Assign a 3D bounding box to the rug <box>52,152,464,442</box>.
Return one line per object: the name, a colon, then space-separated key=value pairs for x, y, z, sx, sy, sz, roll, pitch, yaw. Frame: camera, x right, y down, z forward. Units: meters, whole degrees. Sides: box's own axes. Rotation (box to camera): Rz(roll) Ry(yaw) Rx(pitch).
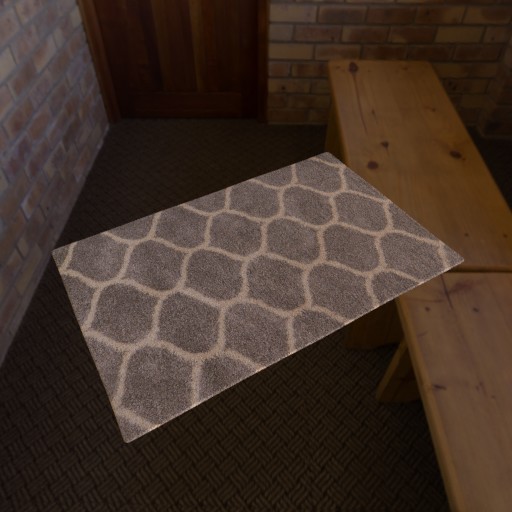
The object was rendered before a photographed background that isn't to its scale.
rug: x=0.000 y=0.000 z=2.980 sx=2.348 sy=0.025 sz=1.501 roll=-23 pitch=51 yaw=-21
